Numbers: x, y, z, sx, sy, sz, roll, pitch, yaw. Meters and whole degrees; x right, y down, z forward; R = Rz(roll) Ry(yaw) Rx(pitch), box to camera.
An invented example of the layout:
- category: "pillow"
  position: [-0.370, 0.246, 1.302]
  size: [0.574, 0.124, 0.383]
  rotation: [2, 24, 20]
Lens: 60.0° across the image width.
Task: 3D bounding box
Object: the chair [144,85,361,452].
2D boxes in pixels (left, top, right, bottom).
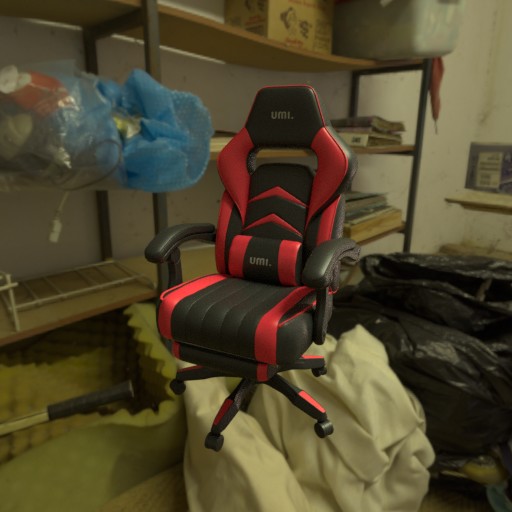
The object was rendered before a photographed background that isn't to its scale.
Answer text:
- category: "chair"
  position: [0.000, 0.000, 1.640]
  size: [0.700, 1.220, 0.700]
  rotation: [8, 18, 25]
